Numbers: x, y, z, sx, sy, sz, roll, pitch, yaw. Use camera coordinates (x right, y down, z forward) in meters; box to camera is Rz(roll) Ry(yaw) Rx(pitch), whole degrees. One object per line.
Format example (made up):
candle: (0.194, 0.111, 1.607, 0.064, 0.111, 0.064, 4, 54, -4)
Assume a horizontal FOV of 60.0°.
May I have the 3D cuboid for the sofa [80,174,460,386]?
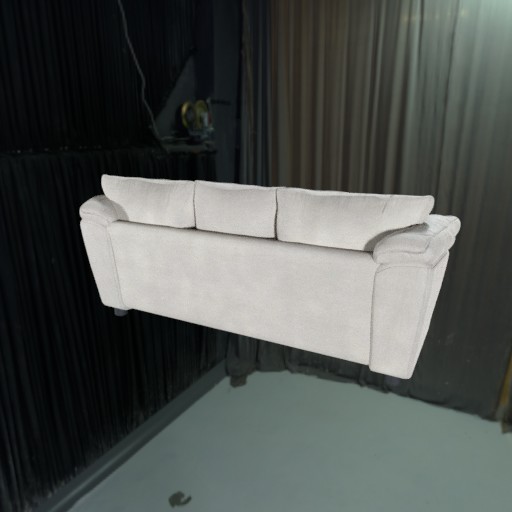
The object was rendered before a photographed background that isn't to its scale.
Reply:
sofa: (0.000, 0.000, 2.887, 2.334, 0.996, 0.878, 8, 18, 27)
